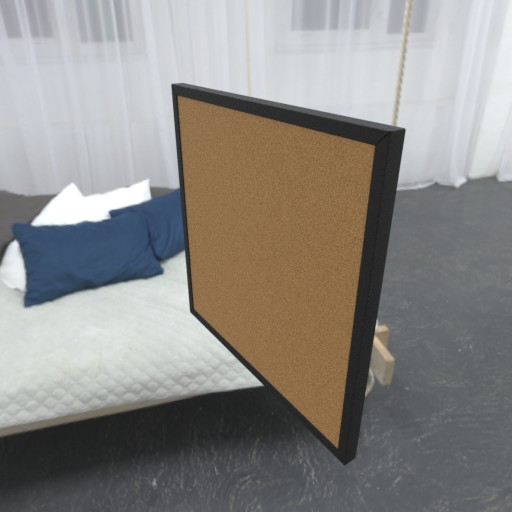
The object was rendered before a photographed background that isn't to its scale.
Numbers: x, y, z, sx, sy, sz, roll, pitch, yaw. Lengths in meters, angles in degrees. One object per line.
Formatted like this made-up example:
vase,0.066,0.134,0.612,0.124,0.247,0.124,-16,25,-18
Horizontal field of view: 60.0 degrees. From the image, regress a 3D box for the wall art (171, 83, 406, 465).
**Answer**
wall art,0.000,0.000,1.137,0.037,0.763,0.763,-18,32,-31
